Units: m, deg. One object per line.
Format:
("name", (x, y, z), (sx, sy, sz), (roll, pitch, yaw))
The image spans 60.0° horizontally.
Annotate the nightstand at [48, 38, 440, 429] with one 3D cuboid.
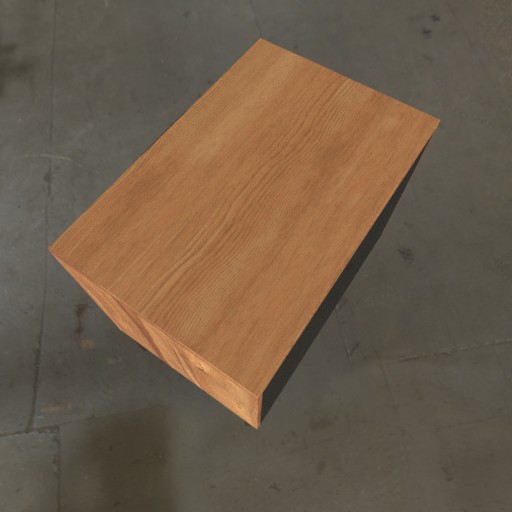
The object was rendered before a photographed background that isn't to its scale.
("nightstand", (0.000, 0.000, 1.051), (0.427, 0.615, 0.613), (31, 67, 15))
